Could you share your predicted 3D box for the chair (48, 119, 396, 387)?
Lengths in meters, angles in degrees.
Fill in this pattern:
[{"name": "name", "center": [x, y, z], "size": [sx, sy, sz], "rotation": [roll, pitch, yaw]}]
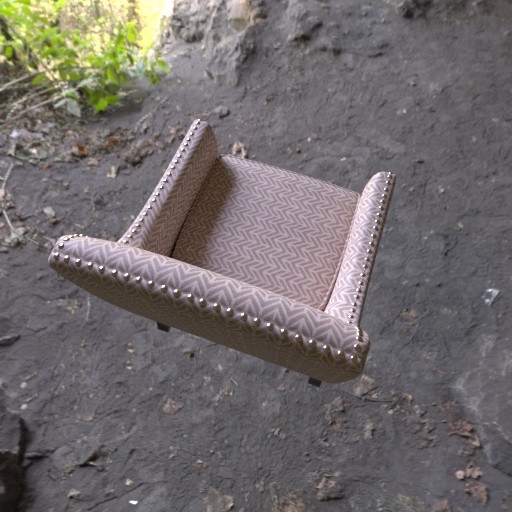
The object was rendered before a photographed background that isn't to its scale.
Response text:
[{"name": "chair", "center": [0.000, 0.000, 1.261], "size": [0.623, 0.816, 0.651], "rotation": [18, 65, 9]}]
